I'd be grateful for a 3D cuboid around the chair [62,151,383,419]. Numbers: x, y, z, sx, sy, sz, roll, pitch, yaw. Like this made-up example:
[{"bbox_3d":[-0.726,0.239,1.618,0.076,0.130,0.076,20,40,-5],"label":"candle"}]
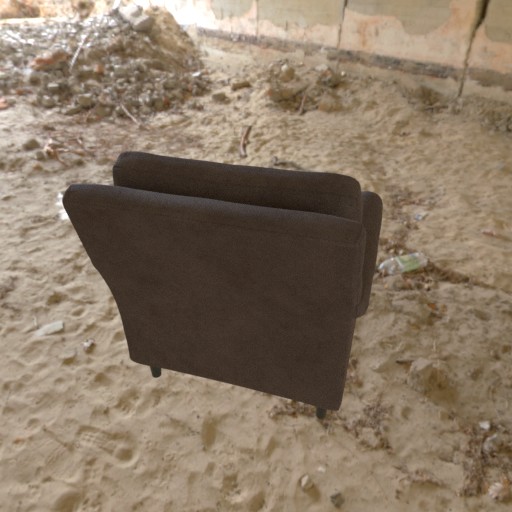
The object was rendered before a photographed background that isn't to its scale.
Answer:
[{"bbox_3d":[0.000,0.000,1.837,0.955,0.997,1.070,9,33,14],"label":"chair"}]
